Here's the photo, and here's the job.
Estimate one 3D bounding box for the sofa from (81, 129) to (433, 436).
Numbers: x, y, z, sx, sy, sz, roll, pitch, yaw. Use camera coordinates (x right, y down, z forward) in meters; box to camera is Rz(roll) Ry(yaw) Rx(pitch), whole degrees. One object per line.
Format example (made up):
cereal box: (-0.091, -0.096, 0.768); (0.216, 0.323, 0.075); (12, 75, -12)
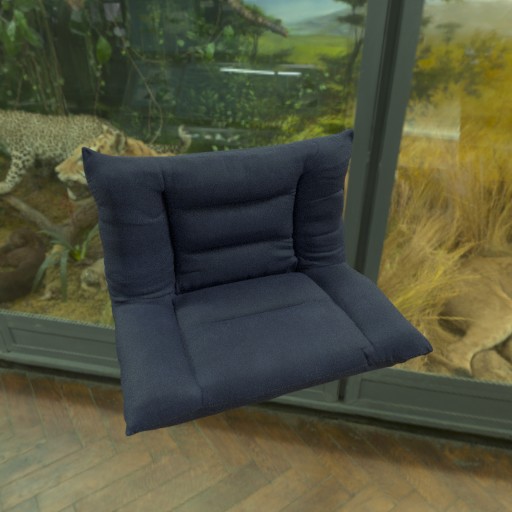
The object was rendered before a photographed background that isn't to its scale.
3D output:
sofa: (0.000, 0.000, 1.685); (1.122, 0.778, 0.849); (-10, 32, -17)
